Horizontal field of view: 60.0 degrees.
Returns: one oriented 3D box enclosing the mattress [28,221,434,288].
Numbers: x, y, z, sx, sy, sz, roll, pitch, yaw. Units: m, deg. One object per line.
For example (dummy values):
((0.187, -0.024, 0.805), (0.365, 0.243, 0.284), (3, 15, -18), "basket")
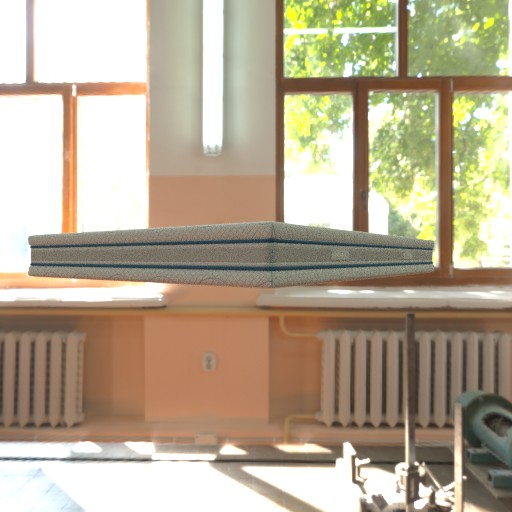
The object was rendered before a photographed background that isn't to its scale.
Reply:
((0.000, 0.000, 2.729), (1.600, 0.230, 2.000), (0, 0, 36), "mattress")
